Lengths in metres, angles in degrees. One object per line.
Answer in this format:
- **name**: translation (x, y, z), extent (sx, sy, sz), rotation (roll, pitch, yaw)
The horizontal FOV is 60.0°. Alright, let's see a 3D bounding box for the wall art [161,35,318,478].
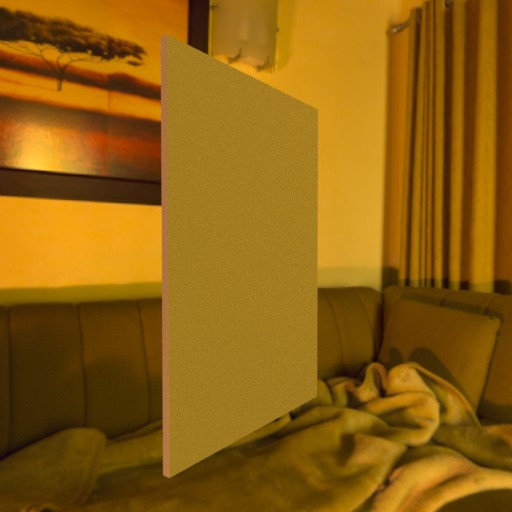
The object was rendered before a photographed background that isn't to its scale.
- **wall art**: translation (0.000, 0.000, 0.606), extent (0.010, 0.474, 0.325), rotation (1, 2, 37)
